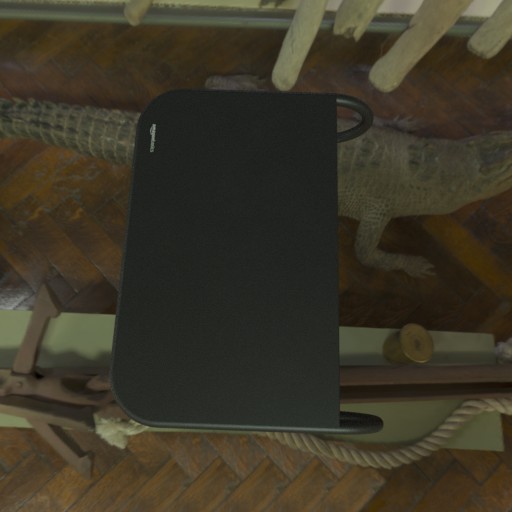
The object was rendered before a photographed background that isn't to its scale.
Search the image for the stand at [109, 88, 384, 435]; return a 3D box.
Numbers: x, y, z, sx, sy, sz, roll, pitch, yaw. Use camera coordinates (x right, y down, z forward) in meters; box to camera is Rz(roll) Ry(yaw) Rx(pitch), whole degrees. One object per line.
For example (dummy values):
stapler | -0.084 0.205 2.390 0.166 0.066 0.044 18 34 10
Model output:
stand | 0.000 0.000 0.514 0.280 0.108 0.370 2 76 0
